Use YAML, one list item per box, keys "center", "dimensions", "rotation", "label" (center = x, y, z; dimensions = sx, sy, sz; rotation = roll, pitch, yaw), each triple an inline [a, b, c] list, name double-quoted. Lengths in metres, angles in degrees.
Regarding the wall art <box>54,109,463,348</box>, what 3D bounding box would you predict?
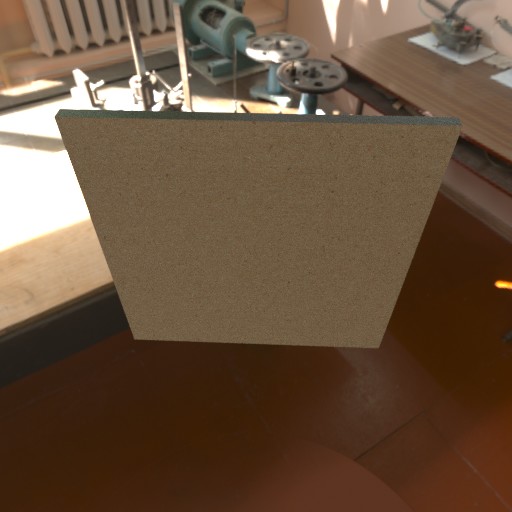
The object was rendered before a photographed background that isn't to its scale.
- center: [0.000, 0.000, 1.130]
  dimensions: [0.773, 0.775, 0.031]
  rotation: [2, 47, 2]
  label: "wall art"
